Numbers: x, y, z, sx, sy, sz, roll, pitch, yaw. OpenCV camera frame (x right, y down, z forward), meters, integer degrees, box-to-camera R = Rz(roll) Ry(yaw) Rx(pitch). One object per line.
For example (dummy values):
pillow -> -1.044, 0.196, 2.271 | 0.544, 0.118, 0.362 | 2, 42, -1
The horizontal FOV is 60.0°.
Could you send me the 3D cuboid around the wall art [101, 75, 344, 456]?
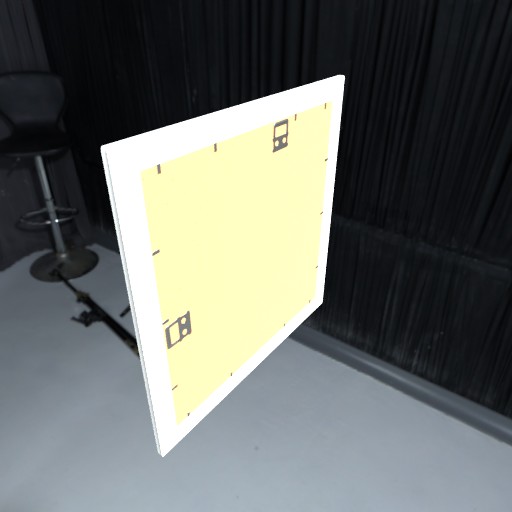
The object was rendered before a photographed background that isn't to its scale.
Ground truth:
wall art -> 0.000, 0.000, 0.866 | 0.013, 0.584, 0.584 | 22, 38, 31
